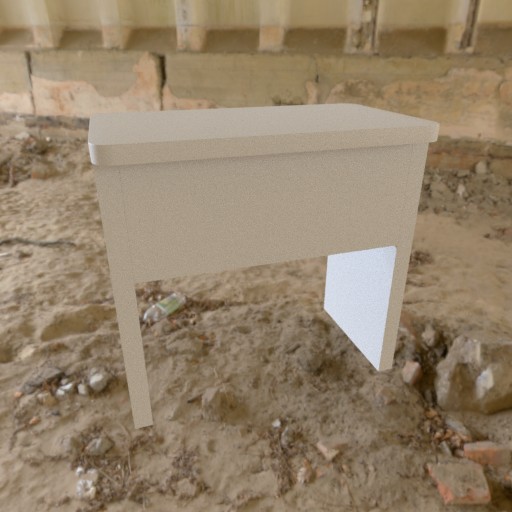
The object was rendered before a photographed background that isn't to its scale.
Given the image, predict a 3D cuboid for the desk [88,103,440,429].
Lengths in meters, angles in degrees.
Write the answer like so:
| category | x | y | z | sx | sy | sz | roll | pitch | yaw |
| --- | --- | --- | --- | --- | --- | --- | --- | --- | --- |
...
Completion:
| category | x | y | z | sx | sy | sz | roll | pitch | yaw |
| --- | --- | --- | --- | --- | --- | --- | --- | --- | --- |
| desk | 0.000 | 0.000 | 1.271 | 0.790 | 0.760 | 0.446 | -8 | 27 | -16 |
